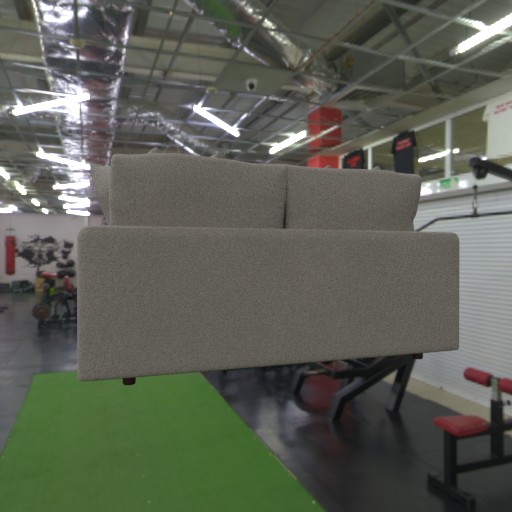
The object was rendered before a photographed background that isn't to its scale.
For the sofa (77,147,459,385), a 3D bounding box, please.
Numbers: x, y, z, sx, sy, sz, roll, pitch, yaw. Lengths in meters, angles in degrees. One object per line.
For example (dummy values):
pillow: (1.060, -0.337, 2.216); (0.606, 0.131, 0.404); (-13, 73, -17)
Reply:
sofa: (0.000, 0.000, 2.585); (1.869, 1.080, 1.228); (0, 0, -18)
